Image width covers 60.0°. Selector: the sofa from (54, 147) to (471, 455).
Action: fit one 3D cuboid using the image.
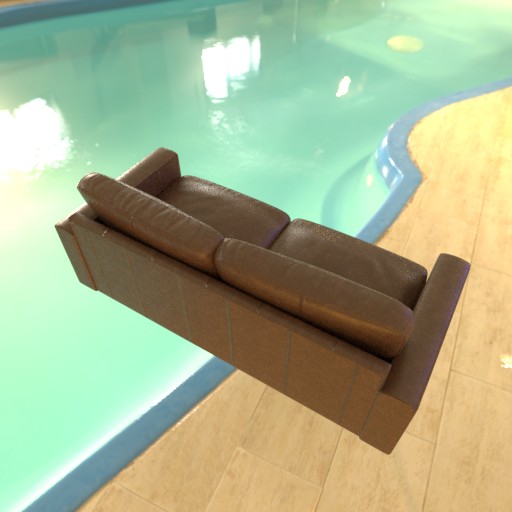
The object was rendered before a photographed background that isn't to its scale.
[{"bbox_3d":[0.000,0.000,2.600,2.179,0.873,1.016,24,51,21],"label":"sofa"}]
